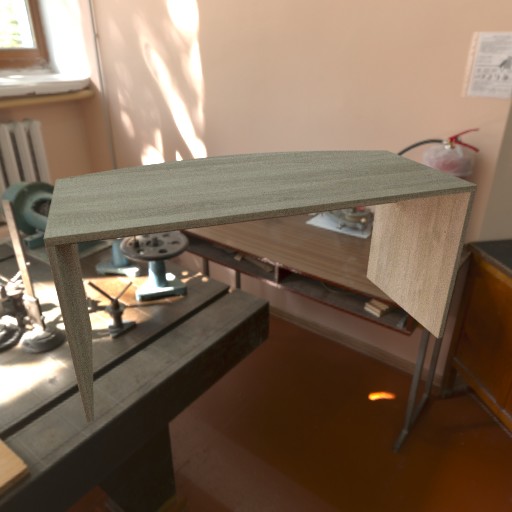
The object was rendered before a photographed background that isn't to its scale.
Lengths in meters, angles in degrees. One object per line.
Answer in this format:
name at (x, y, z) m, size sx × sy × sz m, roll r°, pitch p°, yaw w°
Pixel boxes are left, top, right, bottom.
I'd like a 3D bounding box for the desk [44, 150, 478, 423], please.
desk at (0.000, 0.000, 2.047) m, size 1.600 × 0.752 × 0.802 m, roll -9°, pitch 28°, yaw -17°
